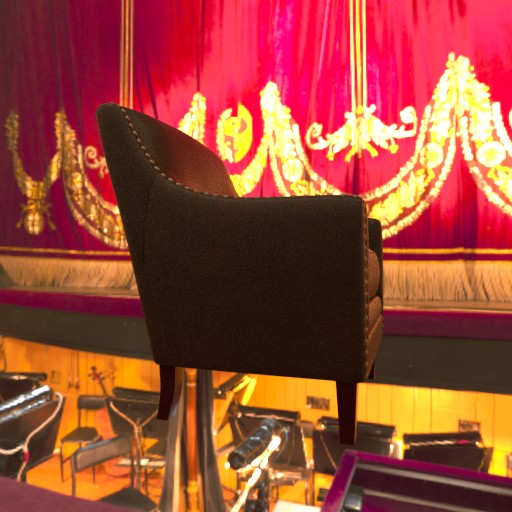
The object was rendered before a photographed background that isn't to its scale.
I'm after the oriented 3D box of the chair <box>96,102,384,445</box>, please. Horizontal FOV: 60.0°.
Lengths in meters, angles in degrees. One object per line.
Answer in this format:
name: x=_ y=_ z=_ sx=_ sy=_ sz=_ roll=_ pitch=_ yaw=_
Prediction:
chair: x=0.000 y=0.000 z=1.327 sx=0.704 sy=0.813 sz=0.639 roll=0 pitch=0 yaw=19
